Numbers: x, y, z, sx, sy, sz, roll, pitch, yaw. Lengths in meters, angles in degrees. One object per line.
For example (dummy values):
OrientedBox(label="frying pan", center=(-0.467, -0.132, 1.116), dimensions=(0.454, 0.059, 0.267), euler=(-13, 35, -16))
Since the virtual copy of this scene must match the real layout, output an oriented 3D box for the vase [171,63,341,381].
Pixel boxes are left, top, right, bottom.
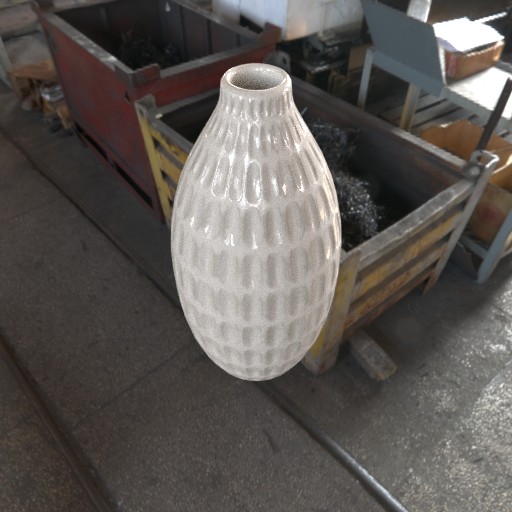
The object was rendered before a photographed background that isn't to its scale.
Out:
OrientedBox(label="vase", center=(0.000, 0.000, 0.342), dimensions=(0.127, 0.282, 0.127), euler=(0, 46, 0))
